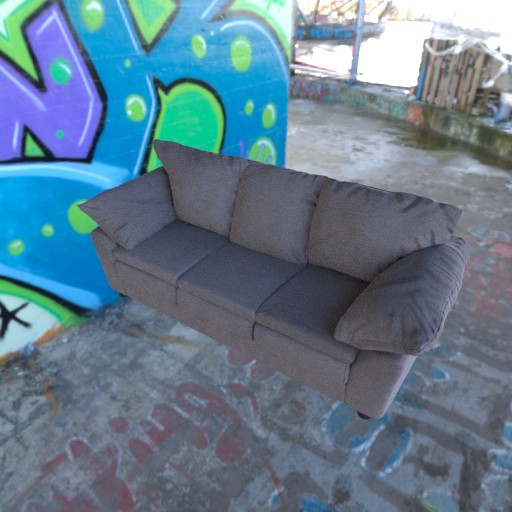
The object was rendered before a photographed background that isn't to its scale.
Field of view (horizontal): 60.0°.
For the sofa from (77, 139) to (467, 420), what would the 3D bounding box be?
[{"bbox_3d":[0.000,0.000,2.821,2.390,1.043,0.927,20,36,29],"label":"sofa"}]
